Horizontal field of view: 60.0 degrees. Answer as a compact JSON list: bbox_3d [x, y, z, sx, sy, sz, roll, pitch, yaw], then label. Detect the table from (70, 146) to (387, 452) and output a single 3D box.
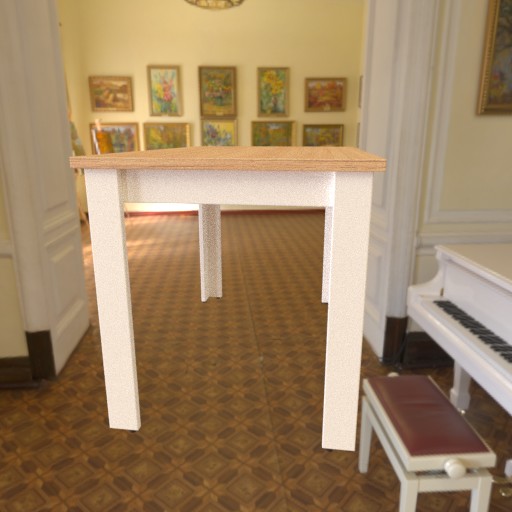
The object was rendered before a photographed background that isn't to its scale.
[{"bbox_3d":[0.000,0.000,1.579,0.700,0.734,1.100,2,15,8],"label":"table"}]
